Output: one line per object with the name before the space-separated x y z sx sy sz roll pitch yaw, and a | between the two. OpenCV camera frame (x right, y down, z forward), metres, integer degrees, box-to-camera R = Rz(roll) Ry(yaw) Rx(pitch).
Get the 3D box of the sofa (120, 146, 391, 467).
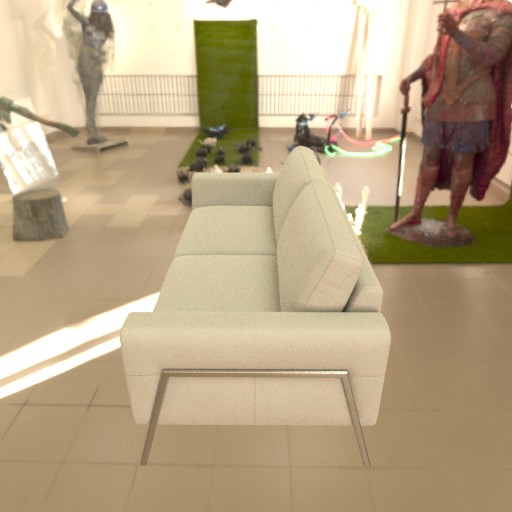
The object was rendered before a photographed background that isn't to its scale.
sofa | 0.000 0.000 2.481 0.953 0.875 2.017 0 27 0
